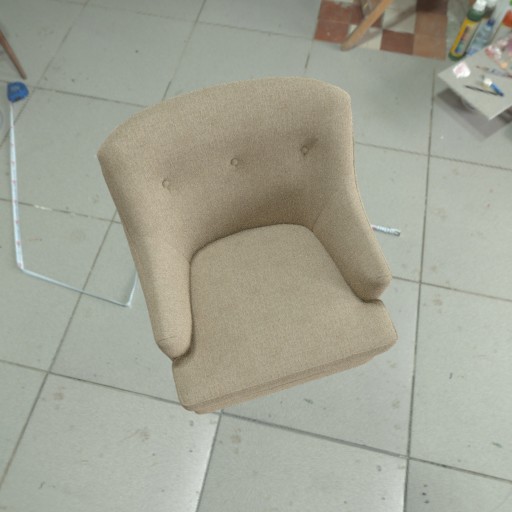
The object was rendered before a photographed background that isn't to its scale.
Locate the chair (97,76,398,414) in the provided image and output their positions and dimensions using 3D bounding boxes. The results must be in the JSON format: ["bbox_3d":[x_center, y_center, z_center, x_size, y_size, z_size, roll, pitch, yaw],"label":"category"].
[{"bbox_3d":[0.000,0.000,1.649,0.864,0.856,0.923,-15,65,-7],"label":"chair"}]
